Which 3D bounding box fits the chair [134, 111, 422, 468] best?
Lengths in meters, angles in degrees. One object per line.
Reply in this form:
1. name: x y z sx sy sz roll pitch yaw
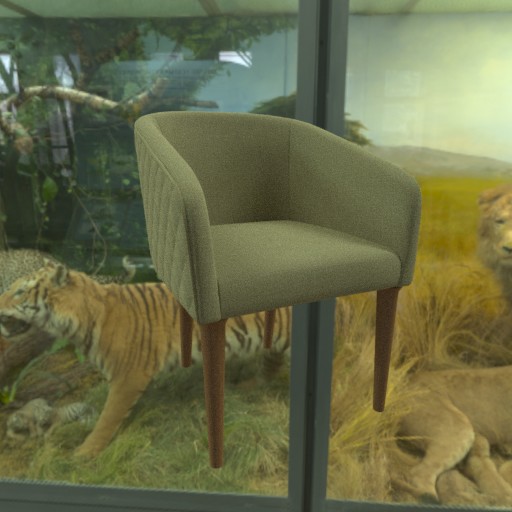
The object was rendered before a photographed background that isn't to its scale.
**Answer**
1. chair: 0.000 0.000 1.199 0.584 0.775 0.616 -7 16 -26
